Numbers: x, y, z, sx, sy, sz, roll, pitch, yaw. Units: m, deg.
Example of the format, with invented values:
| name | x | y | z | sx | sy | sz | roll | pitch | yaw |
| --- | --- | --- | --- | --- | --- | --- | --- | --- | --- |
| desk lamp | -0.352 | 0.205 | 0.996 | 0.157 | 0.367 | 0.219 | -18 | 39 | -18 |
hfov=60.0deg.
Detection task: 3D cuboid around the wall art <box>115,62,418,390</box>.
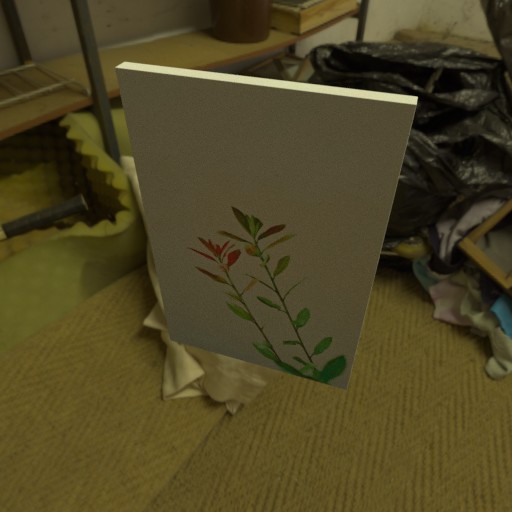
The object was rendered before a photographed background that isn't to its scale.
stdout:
| name | x | y | z | sx | sy | sz | roll | pitch | yaw |
| --- | --- | --- | --- | --- | --- | --- | --- | --- | --- |
| wall art | 0.000 | 0.000 | 1.173 | 0.612 | 0.915 | 0.039 | 12 | 43 | 14 |
